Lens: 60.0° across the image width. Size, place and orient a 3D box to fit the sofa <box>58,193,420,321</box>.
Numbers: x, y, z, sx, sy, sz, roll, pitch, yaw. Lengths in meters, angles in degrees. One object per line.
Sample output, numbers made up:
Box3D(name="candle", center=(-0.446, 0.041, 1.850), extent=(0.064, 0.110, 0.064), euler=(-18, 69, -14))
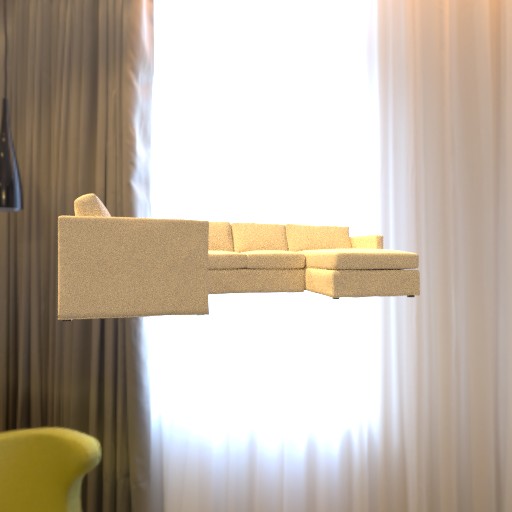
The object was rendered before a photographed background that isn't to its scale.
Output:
Box3D(name="sofa", center=(0.000, 0.000, 4.553), extent=(3.460, 0.882, 2.427), euler=(0, 0, -17))
